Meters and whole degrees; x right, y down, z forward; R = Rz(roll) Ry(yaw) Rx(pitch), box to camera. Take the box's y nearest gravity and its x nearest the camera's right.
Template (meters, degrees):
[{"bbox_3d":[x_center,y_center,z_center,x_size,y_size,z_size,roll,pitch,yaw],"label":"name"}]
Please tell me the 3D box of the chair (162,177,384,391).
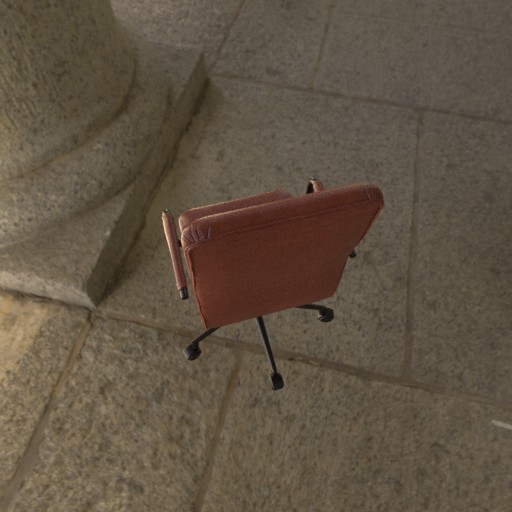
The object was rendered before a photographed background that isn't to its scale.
[{"bbox_3d":[0.000,0.000,1.357,0.608,0.979,0.580,-14,59,-8],"label":"chair"}]
